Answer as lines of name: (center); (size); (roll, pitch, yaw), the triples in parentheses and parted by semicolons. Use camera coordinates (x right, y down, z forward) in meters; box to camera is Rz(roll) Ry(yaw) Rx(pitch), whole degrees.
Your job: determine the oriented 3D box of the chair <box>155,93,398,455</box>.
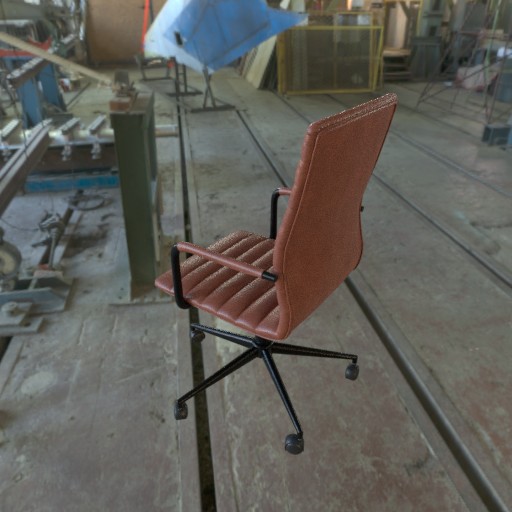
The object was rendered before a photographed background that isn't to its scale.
chair: (0.000, 0.000, 1.241); (0.578, 0.878, 0.600); (19, 34, 30)
